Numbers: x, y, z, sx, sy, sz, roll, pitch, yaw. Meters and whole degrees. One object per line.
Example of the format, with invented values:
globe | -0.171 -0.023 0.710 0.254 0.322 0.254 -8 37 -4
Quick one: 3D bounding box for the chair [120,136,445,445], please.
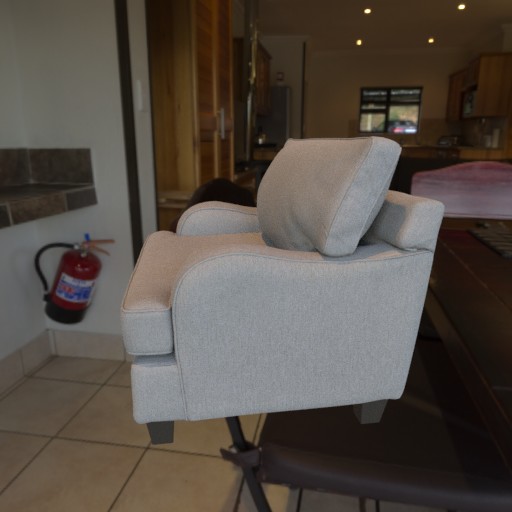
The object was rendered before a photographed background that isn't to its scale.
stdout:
chair | 0.000 0.000 1.965 1.041 1.016 1.220 -2 15 -9
